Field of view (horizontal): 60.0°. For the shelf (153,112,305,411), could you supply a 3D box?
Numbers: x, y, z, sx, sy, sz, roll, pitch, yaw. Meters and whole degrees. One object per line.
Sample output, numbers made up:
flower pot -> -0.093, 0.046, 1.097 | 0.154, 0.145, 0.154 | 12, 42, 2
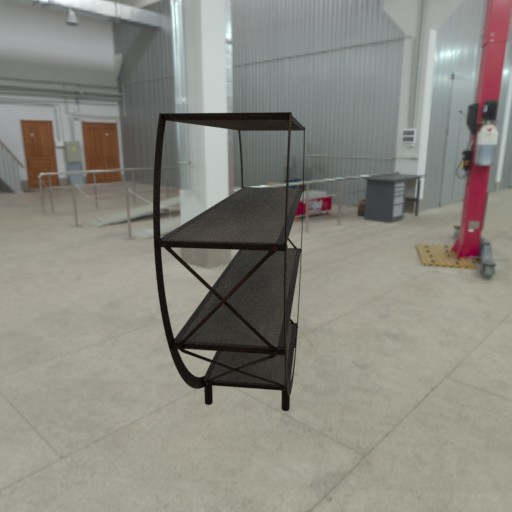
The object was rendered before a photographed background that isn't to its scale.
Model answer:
shelf -> 0.000, 0.000, 1.840 | 0.344, 1.063, 1.403 | 2, 15, 7
